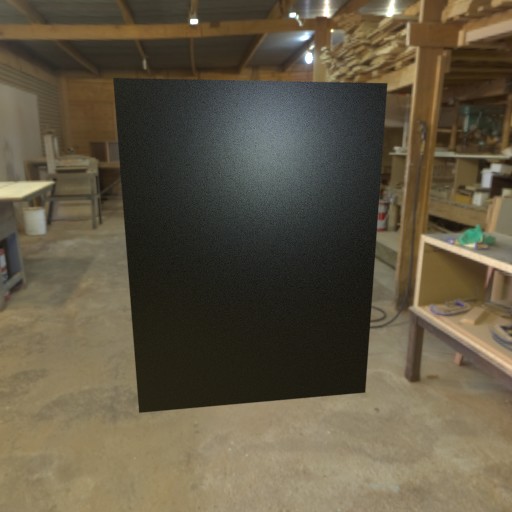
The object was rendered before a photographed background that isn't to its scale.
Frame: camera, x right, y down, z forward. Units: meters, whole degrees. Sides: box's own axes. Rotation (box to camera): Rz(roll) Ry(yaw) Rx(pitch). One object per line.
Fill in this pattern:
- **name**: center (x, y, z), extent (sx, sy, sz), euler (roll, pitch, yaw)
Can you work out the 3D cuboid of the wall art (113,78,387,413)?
- **wall art**: center (0.000, 0.000, 0.788), extent (0.442, 0.582, 0.013), euler (-2, 15, -8)
